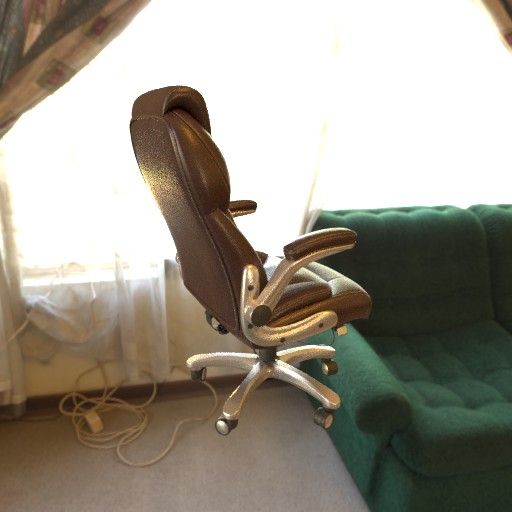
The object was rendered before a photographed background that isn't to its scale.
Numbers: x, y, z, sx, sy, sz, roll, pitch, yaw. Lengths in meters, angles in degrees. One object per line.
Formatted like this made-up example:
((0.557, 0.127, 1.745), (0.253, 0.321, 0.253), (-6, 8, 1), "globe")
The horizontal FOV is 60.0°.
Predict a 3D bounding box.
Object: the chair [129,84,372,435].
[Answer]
((0.000, 0.000, 1.654), (0.774, 1.160, 0.733), (-9, 18, -27), "chair")
